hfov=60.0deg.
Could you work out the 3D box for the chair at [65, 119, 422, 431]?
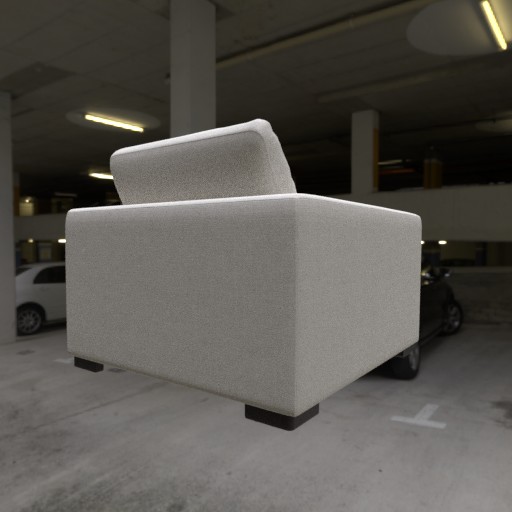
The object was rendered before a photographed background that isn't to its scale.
[{"bbox_3d":[0.000,0.000,1.870,1.070,0.876,1.100,2,3,36],"label":"chair"}]
